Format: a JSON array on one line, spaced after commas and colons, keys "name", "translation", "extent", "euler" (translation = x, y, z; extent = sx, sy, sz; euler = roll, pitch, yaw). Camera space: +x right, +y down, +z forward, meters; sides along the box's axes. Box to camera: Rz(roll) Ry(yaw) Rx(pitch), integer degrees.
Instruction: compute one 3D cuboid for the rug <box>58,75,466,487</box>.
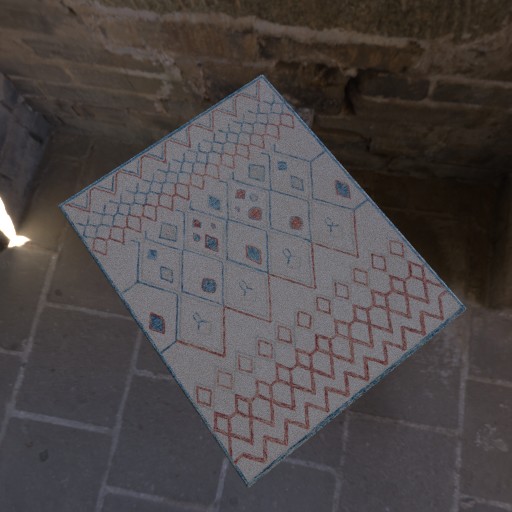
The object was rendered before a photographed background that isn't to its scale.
[{"name": "rug", "translation": [0.000, 0.000, 4.103], "extent": [2.441, 0.016, 3.050], "euler": [-36, 78, -9]}]
